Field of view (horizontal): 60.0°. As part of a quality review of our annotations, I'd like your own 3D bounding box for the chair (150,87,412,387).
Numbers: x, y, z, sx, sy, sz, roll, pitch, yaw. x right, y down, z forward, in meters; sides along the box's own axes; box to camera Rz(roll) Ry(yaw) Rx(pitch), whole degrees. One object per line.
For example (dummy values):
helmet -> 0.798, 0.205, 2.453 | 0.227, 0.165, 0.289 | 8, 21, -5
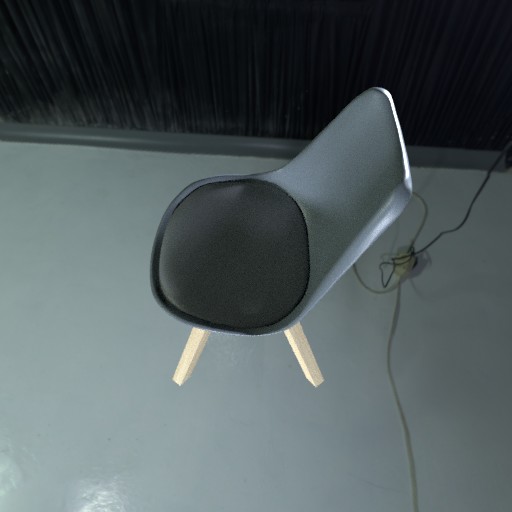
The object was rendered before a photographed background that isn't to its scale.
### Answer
chair -> 0.000, 0.000, 1.164 | 0.550, 0.850, 0.485 | 0, 58, 0
